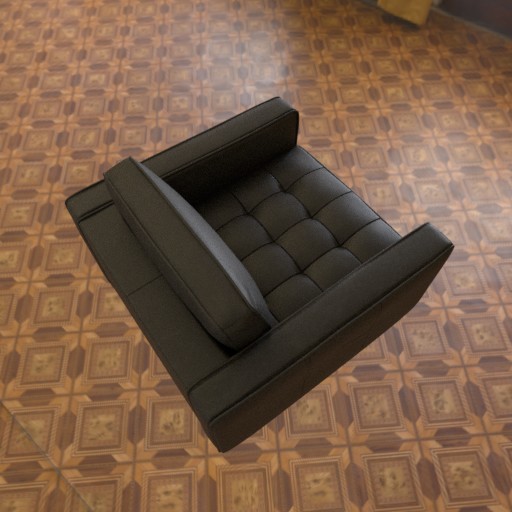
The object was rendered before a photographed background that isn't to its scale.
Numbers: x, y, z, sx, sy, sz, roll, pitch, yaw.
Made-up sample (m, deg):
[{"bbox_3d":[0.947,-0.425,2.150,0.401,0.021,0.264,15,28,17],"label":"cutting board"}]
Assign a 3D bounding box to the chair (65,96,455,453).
[{"bbox_3d":[0.000,0.000,1.547,0.914,0.763,0.889,-32,63,-19],"label":"chair"}]
